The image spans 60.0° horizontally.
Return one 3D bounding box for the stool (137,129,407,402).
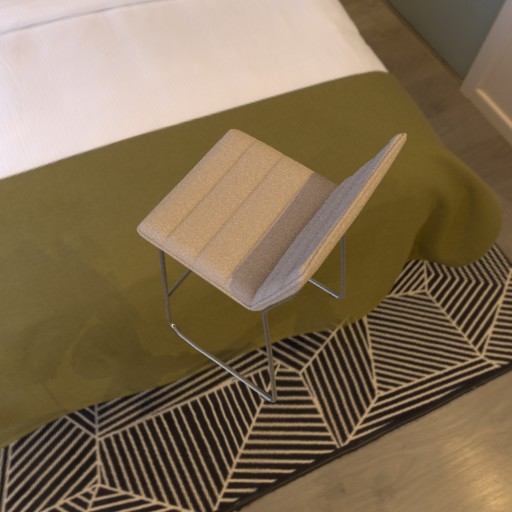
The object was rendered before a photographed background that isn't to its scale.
[{"bbox_3d":[0.000,0.000,1.264,0.490,0.960,0.490,32,67,15],"label":"stool"}]
